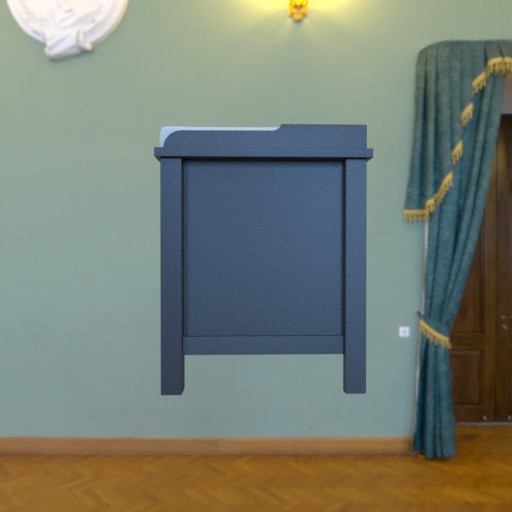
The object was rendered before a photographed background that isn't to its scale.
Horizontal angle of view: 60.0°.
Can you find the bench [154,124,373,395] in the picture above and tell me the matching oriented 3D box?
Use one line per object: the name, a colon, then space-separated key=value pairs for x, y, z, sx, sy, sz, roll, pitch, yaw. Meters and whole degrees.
bench: x=0.000 y=0.000 z=1.376 sx=0.398 sy=0.501 sz=1.140 roll=0 pitch=1 yaw=-2
